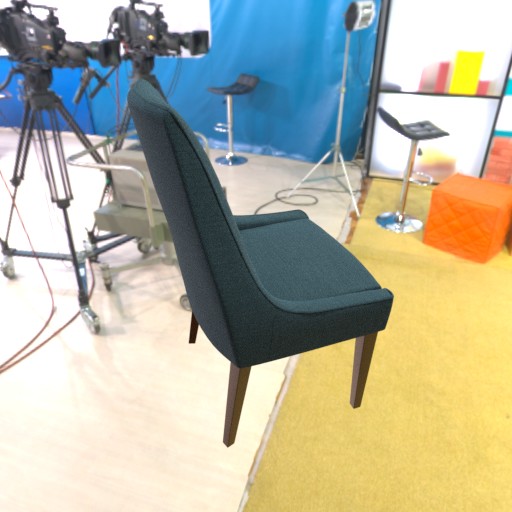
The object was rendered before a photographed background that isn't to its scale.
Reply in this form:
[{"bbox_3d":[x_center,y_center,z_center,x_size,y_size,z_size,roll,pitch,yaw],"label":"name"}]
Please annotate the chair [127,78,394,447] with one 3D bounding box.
[{"bbox_3d":[0.000,0.000,1.173,0.544,0.861,0.529,-10,32,-17],"label":"chair"}]
